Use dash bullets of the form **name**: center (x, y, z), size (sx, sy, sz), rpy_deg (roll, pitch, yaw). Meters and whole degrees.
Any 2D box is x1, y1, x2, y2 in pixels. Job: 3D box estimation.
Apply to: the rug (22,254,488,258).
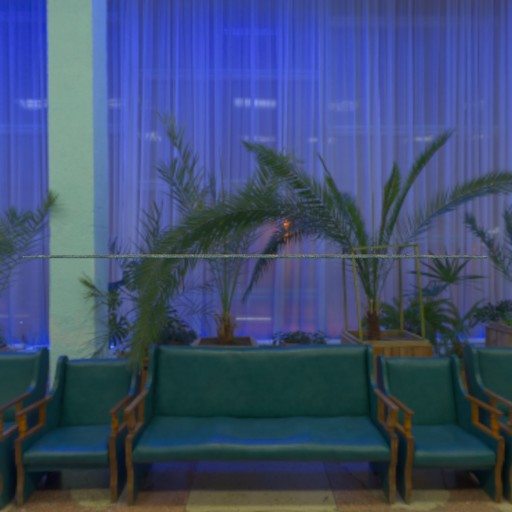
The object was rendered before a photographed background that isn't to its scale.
- **rug**: center (0.000, 0.000, 2.880), size (2.207, 0.014, 1.567), rpy_deg (0, 0, 1)
